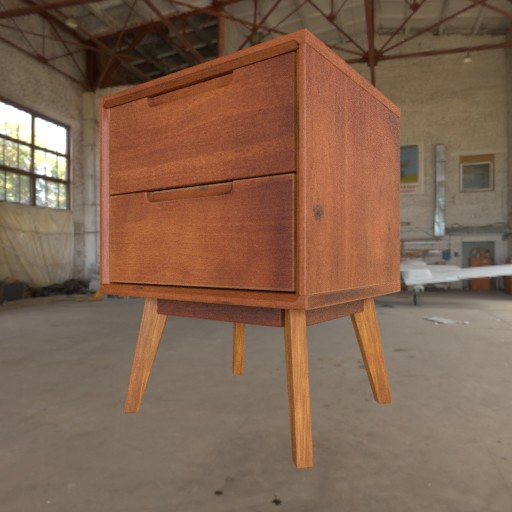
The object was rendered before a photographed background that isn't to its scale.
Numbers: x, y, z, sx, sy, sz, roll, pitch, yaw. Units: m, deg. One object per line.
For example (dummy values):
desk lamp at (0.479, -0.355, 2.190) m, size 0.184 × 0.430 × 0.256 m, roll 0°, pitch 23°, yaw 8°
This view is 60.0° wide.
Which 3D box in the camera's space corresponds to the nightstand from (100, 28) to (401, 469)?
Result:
nightstand at (0.000, 0.000, 0.901) m, size 0.460 × 0.618 × 0.411 m, roll 0°, pitch 0°, yaw 35°
